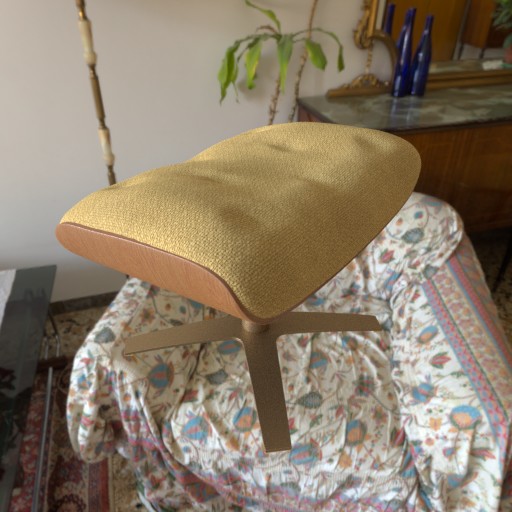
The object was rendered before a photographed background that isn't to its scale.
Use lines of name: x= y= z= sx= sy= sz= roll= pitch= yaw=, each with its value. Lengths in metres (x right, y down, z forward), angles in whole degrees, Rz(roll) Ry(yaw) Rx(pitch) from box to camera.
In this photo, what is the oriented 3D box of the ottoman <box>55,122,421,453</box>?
ottoman: x=0.000 y=0.000 z=0.793 sx=0.394 sy=0.391 sz=0.520 roll=23 pitch=39 yaw=31
